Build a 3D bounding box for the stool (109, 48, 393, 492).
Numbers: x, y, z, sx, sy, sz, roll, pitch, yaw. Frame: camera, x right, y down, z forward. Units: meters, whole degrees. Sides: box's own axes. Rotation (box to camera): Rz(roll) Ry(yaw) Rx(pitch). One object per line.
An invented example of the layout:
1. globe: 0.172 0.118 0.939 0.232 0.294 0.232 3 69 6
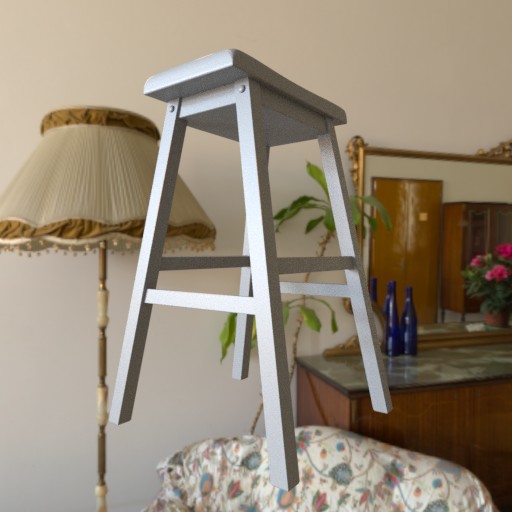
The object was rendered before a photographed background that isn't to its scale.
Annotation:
1. stool: 0.000 0.000 1.019 0.476 0.737 0.457 0 1 37
